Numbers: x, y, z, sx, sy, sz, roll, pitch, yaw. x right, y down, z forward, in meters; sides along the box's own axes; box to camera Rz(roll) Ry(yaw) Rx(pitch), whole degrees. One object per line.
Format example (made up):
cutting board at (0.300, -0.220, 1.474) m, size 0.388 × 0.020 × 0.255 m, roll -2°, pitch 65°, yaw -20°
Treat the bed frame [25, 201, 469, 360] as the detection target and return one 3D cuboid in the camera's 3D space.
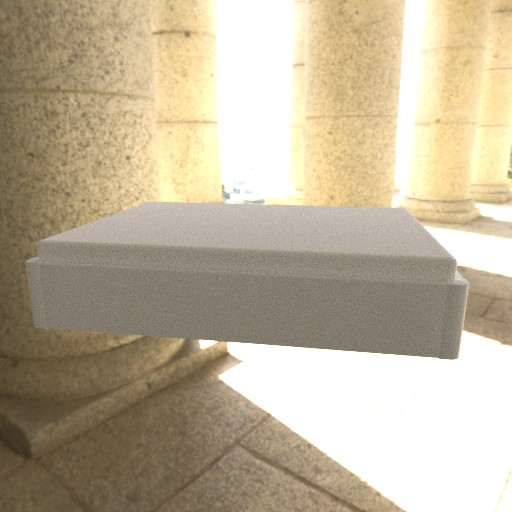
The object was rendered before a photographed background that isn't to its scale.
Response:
bed frame at (0.000, 0.000, 2.528) m, size 1.900 × 0.406 × 1.400 m, roll 3°, pitch 15°, yaw 9°
